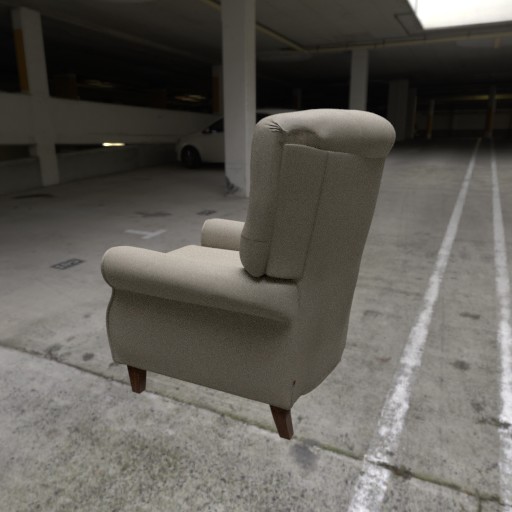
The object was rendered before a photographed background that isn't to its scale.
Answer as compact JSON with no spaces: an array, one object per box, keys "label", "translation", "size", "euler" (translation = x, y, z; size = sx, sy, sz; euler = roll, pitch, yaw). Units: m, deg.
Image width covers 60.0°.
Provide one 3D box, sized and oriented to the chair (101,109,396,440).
[{"label":"chair","translation":[0.000,0.000,1.889],"size":[1.059,1.158,0.943],"euler":[7,16,25]}]
